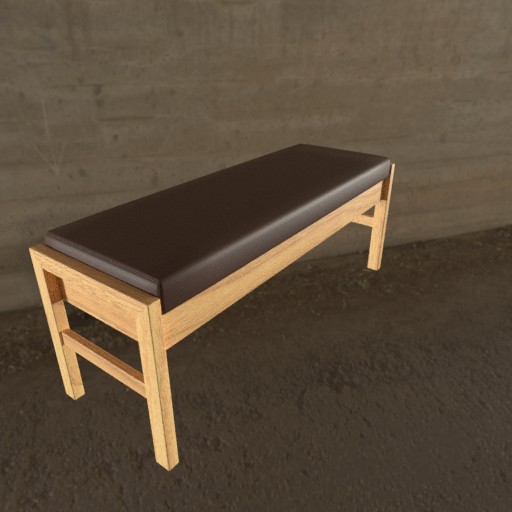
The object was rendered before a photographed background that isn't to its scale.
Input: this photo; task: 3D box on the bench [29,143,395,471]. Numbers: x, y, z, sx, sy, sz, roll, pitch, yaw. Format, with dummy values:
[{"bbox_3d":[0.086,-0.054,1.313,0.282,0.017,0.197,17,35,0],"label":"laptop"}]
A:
[{"bbox_3d":[0.000,0.000,1.428,0.405,0.480,1.200,19,32,32],"label":"bench"}]
